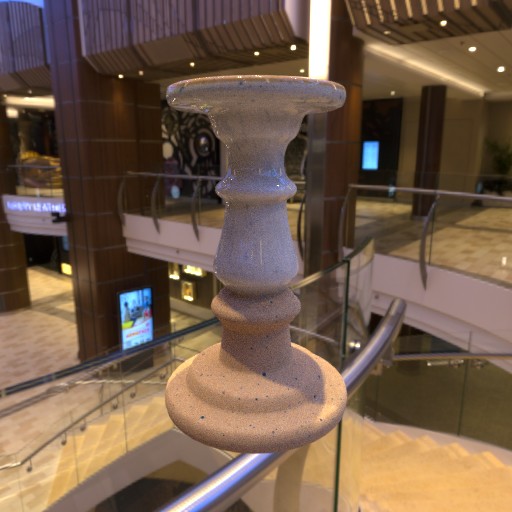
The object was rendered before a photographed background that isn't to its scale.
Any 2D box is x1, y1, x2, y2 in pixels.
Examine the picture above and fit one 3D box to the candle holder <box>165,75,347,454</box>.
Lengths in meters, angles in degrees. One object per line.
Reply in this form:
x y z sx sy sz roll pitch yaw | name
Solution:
0.000 0.000 0.283 0.123 0.202 0.123 0 13 0 | candle holder
